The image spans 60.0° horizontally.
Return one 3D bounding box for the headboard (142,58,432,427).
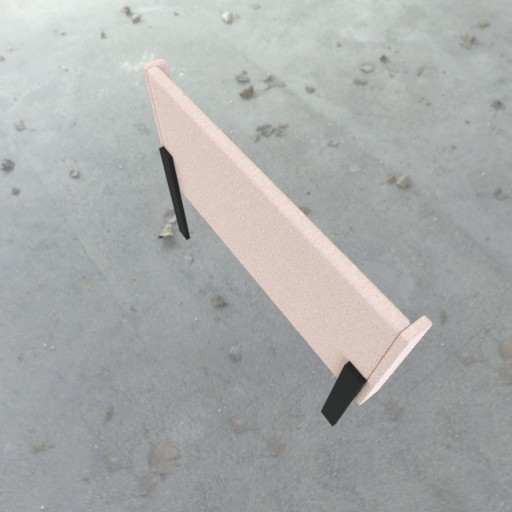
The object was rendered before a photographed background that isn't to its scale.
[{"bbox_3d":[0.000,0.000,2.727,0.184,1.524,2.051,-32,63,-18],"label":"headboard"}]
